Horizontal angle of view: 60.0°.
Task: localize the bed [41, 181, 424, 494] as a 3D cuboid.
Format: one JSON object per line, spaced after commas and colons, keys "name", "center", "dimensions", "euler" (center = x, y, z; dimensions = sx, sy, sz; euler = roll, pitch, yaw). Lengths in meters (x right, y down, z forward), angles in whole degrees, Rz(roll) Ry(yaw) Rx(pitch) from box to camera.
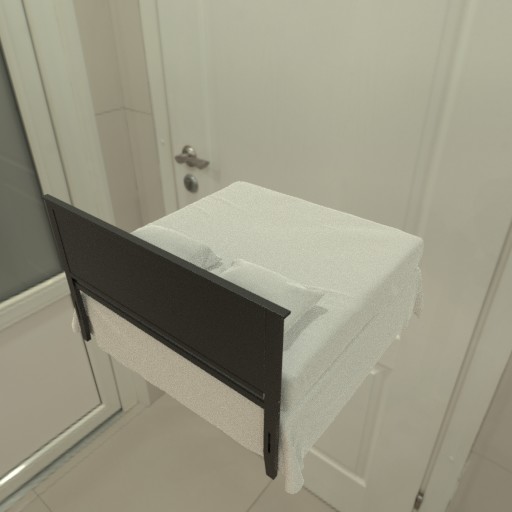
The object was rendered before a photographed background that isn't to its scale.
{"name": "bed", "center": [0.000, 0.000, 3.524], "dimensions": [2.315, 1.271, 2.219], "euler": [23, 39, 32]}
